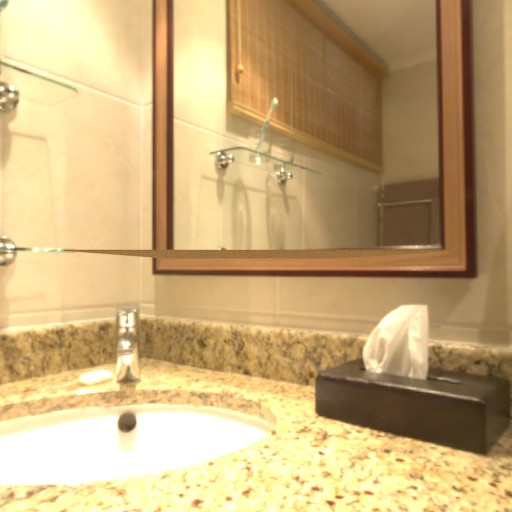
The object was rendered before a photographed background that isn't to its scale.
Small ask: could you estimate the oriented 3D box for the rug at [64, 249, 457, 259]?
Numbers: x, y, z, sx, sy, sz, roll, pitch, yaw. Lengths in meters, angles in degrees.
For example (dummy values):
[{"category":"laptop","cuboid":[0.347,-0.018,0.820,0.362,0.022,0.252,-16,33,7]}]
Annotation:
[{"category":"rug","cuboid":[0.000,0.000,3.678,1.981,0.006,2.895,0,-1,-1]}]
